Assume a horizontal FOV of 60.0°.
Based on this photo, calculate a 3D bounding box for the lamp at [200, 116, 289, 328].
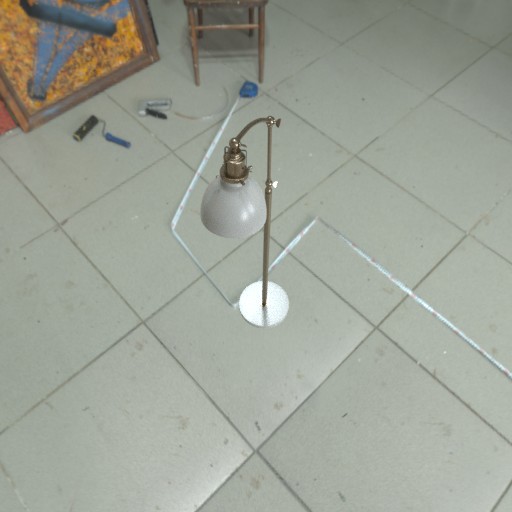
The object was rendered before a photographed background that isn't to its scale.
[{"bbox_3d":[0.000,0.000,1.808,0.288,1.586,0.599,15,60,9],"label":"lamp"}]
